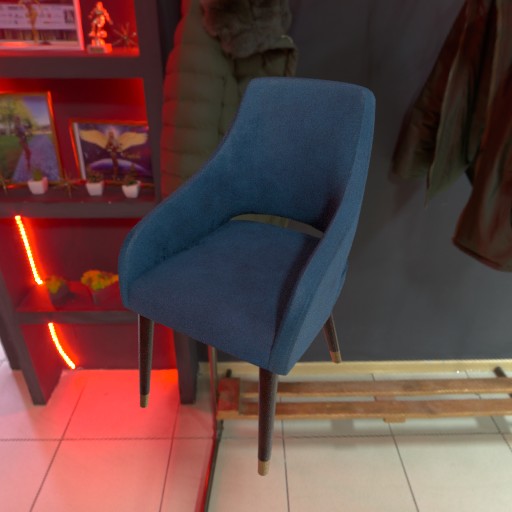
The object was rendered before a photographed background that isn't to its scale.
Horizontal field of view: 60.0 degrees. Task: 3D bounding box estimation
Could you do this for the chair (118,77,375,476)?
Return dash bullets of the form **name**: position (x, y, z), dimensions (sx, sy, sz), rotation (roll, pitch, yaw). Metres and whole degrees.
- **chair**: position (0.000, 0.000, 1.566), dimensions (0.683, 1.081, 0.794), rotation (17, 34, 27)
